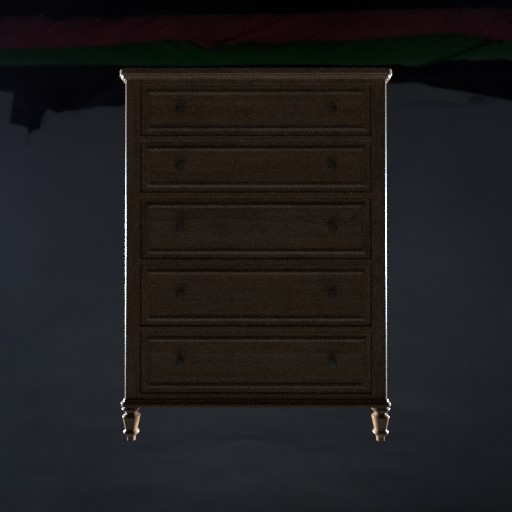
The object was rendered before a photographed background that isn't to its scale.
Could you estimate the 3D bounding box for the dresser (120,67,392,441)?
[{"bbox_3d":[0.000,0.000,1.793,0.973,1.318,0.484,0,0,0],"label":"dresser"}]
